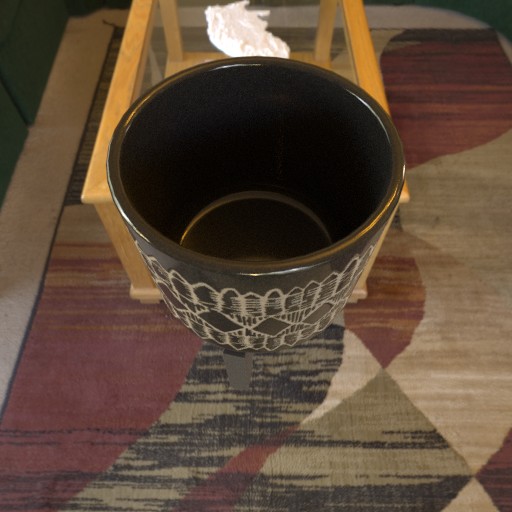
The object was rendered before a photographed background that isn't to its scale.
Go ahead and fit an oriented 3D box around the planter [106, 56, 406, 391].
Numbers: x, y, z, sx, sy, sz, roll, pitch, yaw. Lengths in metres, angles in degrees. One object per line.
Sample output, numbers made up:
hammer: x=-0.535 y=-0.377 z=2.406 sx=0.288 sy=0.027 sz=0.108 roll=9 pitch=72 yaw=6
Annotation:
planter: x=0.000 y=0.000 z=0.523 sx=0.251 sy=0.355 sz=0.251 roll=-15 pitch=59 yaw=-9
